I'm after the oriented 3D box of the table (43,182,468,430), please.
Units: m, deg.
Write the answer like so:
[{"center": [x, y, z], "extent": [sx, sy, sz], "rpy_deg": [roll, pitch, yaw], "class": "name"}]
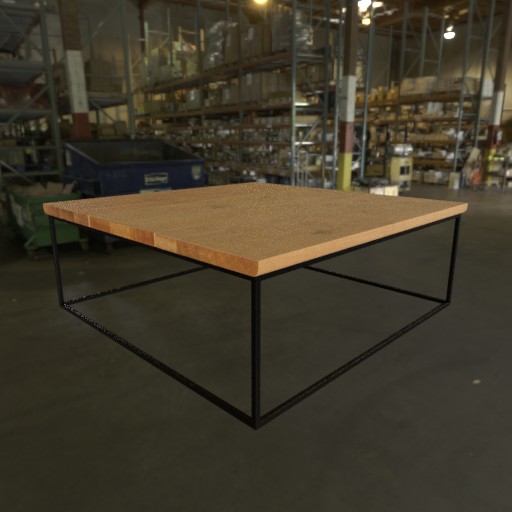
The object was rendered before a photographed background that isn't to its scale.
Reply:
[{"center": [0.000, 0.000, 1.674], "extent": [1.100, 0.400, 1.100], "rpy_deg": [14, 21, 43], "class": "table"}]
